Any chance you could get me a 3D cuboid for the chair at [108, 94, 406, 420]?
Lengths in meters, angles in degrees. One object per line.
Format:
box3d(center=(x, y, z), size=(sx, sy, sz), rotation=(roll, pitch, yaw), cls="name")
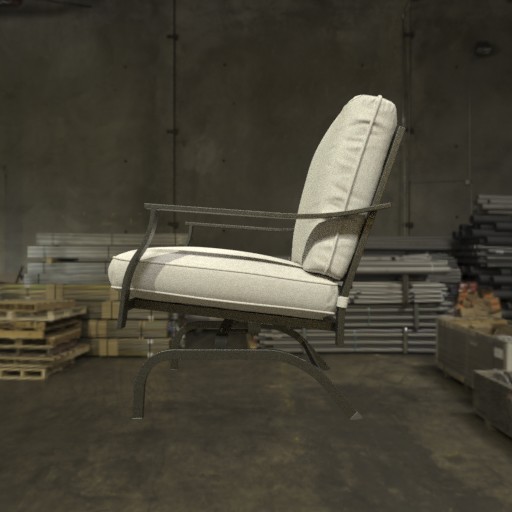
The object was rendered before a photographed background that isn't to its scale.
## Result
box3d(center=(0.000, 0.000, 1.423), size=(0.787, 0.860, 0.650), rotation=(0, 0, 0), cls="chair")
